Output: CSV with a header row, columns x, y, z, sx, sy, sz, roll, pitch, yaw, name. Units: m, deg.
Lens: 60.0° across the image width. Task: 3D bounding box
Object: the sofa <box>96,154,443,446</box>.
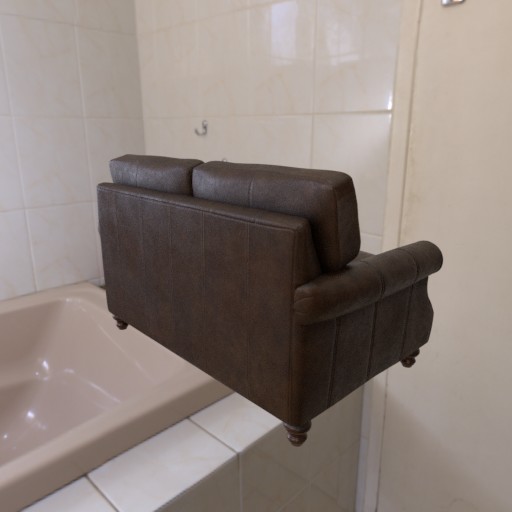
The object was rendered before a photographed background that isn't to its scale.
x,y,z,sx,sy,sz,roll,pitch,yaw,name
0.000,0.000,2.231,0.990,0.976,1.616,-15,21,-41,sofa
